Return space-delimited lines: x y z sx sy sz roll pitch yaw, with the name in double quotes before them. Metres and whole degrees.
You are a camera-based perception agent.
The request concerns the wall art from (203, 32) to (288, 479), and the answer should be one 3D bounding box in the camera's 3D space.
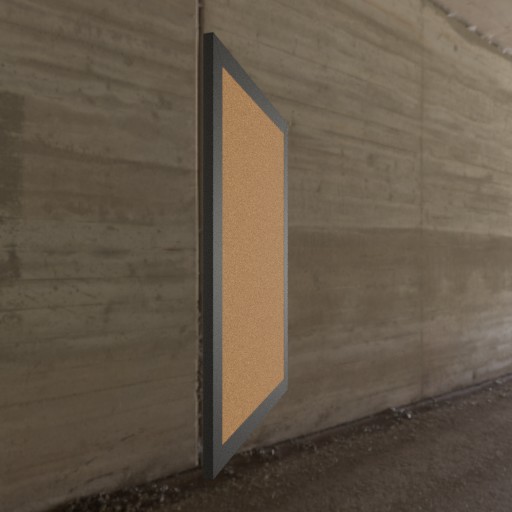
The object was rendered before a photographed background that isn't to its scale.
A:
"wall art" 0.000 0.000 0.611 0.011 0.459 0.326 0 0 18
